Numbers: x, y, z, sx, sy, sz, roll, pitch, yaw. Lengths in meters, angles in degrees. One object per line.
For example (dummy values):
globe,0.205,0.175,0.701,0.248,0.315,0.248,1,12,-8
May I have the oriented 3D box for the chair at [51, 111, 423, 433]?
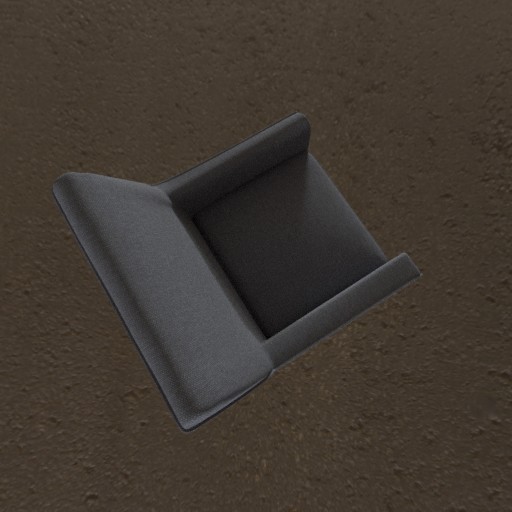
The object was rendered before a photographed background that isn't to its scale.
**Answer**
chair,0.000,0.000,1.629,0.899,0.919,0.780,-31,77,-8
